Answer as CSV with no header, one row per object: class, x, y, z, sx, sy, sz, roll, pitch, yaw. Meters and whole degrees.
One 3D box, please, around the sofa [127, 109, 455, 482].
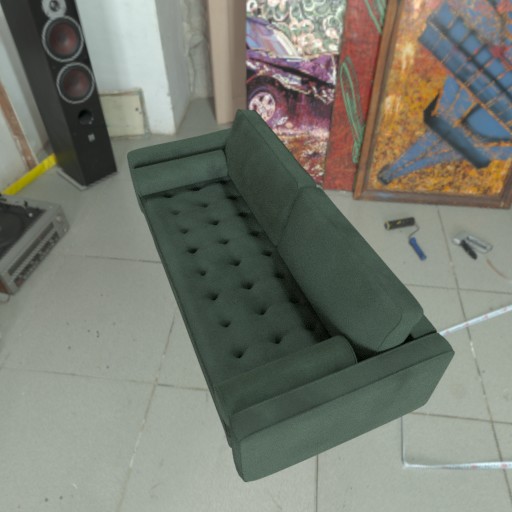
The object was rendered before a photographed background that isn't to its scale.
sofa,0.000,0.000,2.291,0.916,0.772,1.880,-17,48,-16
